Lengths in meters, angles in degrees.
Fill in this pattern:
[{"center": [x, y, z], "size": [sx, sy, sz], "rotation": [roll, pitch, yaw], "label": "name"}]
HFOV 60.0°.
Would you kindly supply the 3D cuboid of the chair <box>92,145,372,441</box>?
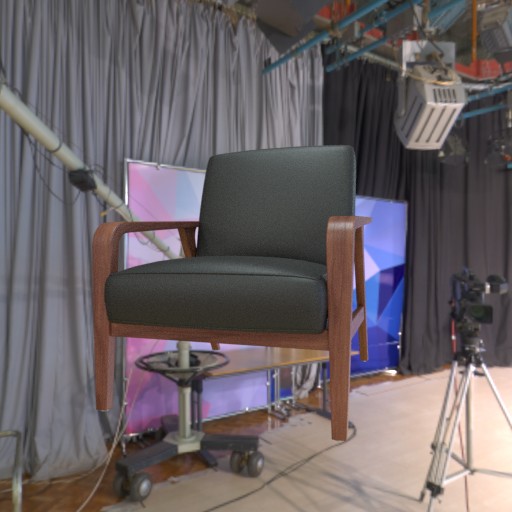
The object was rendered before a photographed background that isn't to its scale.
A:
[{"center": [0.000, 0.000, 1.500], "size": [0.719, 0.861, 0.889], "rotation": [0, 0, 18], "label": "chair"}]
